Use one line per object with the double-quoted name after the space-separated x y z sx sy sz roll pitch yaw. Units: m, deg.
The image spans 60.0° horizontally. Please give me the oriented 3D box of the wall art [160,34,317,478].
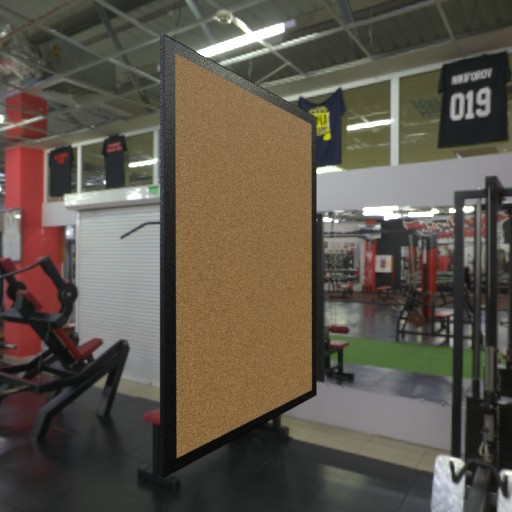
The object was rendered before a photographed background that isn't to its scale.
0.000 0.000 1.256 0.013 0.967 0.707 0 0 36 "wall art"
